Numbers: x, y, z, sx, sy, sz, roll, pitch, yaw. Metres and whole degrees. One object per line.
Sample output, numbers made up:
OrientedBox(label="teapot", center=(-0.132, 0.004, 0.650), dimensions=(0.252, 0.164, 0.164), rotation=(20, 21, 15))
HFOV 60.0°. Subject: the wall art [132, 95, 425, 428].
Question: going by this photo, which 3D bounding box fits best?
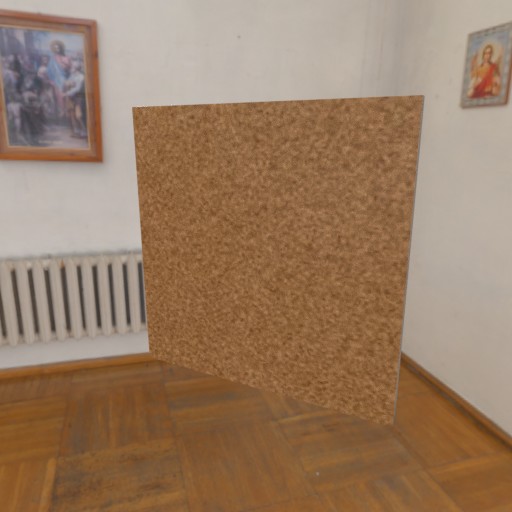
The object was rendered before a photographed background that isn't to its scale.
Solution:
OrientedBox(label="wall art", center=(0.000, 0.000, 0.677), dimensions=(0.446, 0.445, 0.014), rotation=(8, 17, 27))
